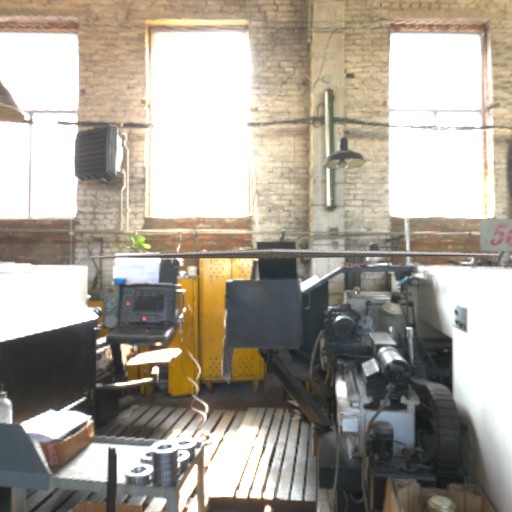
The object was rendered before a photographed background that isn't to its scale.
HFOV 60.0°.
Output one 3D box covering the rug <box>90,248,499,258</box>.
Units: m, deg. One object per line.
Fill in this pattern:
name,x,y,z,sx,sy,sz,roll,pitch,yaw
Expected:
rug,0.000,0.000,2.973,1.536,0.012,2.431,1,-1,-35
